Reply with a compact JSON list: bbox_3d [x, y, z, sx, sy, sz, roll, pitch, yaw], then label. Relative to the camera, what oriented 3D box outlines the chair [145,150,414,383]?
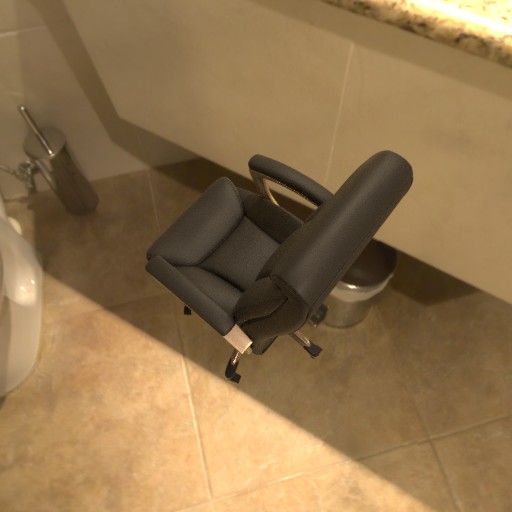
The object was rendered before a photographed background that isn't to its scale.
[{"bbox_3d":[0.000,0.000,1.639,0.748,1.188,0.694,35,69,16],"label":"chair"}]
